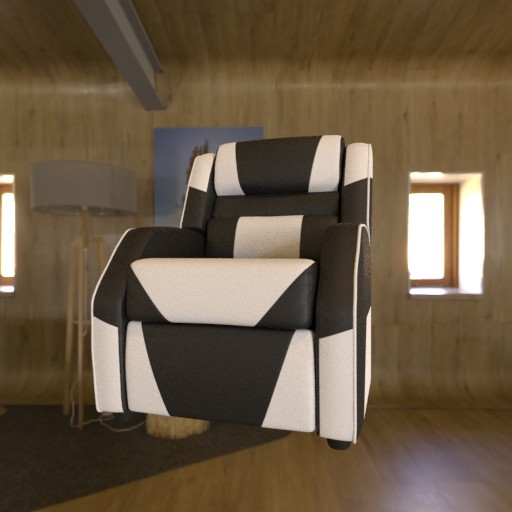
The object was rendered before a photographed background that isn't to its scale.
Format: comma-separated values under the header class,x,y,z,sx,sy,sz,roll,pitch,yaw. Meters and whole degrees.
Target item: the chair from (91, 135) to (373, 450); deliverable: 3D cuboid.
class,x,y,z,sx,sy,sz,roll,pitch,yaw
chair,0.000,0.000,1.257,0.620,0.805,0.672,0,0,17
